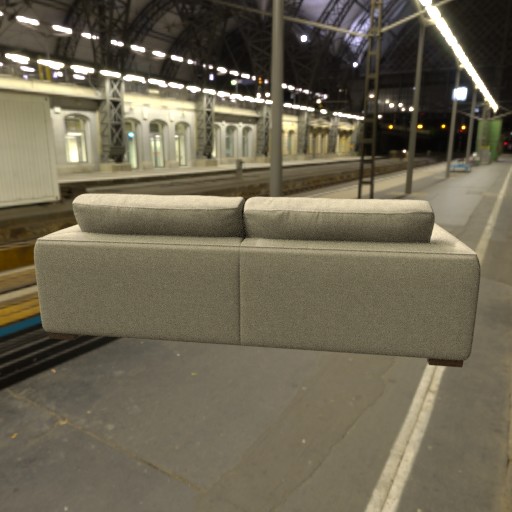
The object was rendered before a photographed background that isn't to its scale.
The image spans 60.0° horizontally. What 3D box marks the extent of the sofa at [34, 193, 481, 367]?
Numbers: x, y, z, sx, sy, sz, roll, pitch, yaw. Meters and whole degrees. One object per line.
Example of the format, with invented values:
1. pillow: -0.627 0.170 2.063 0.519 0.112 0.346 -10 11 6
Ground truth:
1. sofa: 0.000 0.000 2.712 2.262 0.801 1.070 2 14 9
